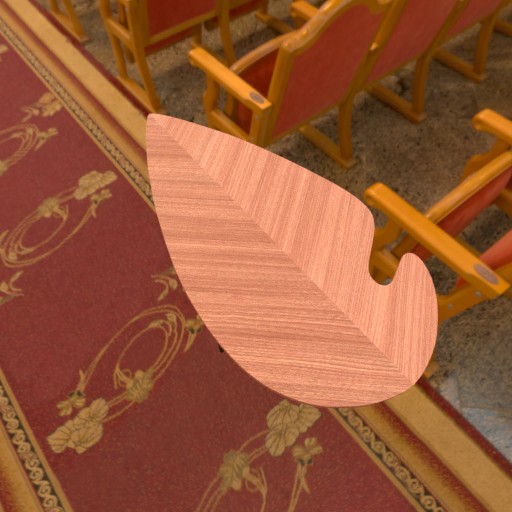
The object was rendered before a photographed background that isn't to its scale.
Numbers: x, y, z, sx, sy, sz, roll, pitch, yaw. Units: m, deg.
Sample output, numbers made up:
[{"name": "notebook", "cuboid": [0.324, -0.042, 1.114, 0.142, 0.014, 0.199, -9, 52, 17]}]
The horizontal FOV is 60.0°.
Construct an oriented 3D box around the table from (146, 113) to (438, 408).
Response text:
[{"name": "table", "cuboid": [0.000, 0.000, 1.446, 0.598, 0.360, 1.199, -34, 64, -19]}]
